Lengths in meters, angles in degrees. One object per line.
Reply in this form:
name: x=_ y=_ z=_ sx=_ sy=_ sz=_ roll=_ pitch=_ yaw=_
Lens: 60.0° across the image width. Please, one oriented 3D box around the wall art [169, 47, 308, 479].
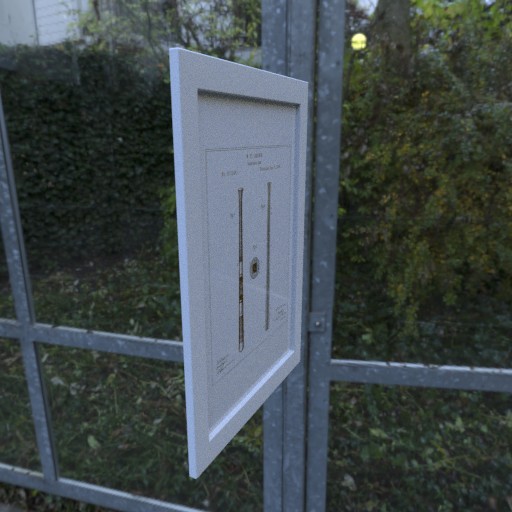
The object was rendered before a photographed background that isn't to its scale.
wall art: x=0.000 y=0.000 z=0.616 sx=0.011 sy=0.482 sz=0.329 roll=8 pitch=17 yaw=27
